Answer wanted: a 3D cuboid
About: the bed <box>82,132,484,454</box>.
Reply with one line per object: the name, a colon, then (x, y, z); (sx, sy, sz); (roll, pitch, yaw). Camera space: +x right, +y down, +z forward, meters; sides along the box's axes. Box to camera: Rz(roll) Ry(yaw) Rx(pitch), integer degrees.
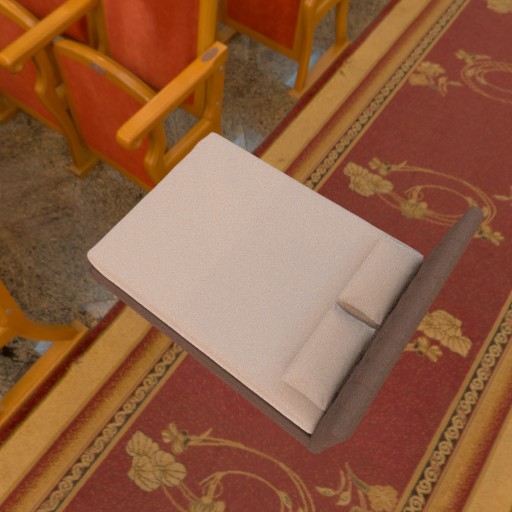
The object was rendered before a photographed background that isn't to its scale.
bed: (0.000, 0.000, 3.421); (2.387, 1.427, 1.698); (34, 69, 15)
